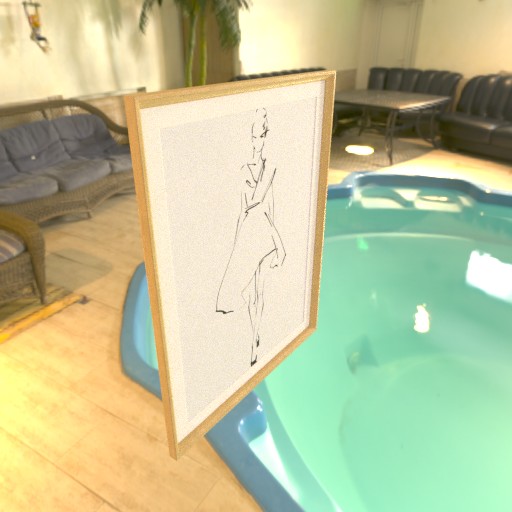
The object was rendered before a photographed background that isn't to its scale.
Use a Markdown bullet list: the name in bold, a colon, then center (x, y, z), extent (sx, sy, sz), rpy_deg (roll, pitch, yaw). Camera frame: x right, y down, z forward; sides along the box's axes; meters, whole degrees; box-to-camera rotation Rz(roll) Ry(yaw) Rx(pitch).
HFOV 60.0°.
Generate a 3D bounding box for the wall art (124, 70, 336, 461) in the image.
- **wall art**: center (0.000, 0.000, 1.350), extent (0.030, 1.002, 0.798), rpy_deg (19, 32, 33)
